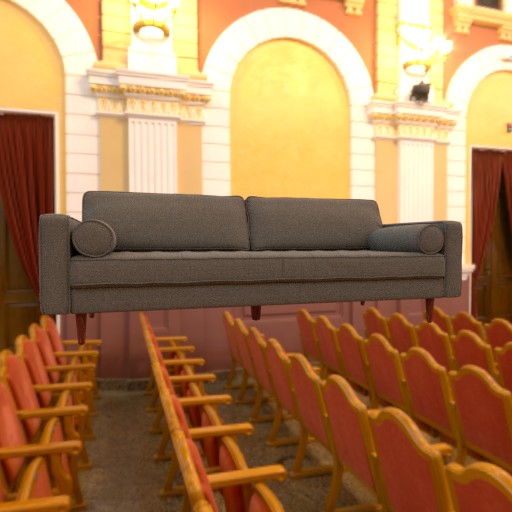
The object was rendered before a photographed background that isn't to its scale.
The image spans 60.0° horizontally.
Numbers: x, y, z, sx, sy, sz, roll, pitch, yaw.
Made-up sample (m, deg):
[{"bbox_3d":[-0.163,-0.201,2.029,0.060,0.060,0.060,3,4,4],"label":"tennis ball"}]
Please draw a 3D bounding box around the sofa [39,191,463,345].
[{"bbox_3d":[0.000,0.000,2.606,2.198,0.762,0.914,-1,2,-17],"label":"sofa"}]
